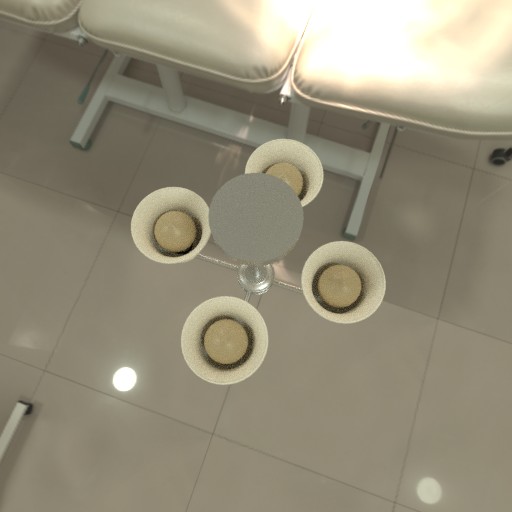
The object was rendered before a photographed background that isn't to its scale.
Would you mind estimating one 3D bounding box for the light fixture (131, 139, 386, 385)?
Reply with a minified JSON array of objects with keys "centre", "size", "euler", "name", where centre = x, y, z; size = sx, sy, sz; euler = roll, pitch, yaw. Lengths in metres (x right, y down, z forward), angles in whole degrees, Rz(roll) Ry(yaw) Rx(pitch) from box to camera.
[{"centre":[0.000,0.000,0.738],"size":[0.427,0.370,0.427],"euler":[18,75,5],"name":"light fixture"}]
